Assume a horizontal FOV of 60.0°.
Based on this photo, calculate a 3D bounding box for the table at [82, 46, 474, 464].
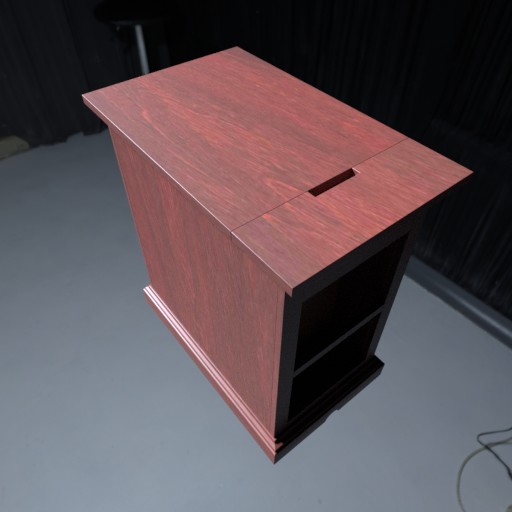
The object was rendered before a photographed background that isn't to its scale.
[{"bbox_3d":[0.000,0.000,0.956,0.356,0.612,0.584,-30,53,-25],"label":"table"}]
